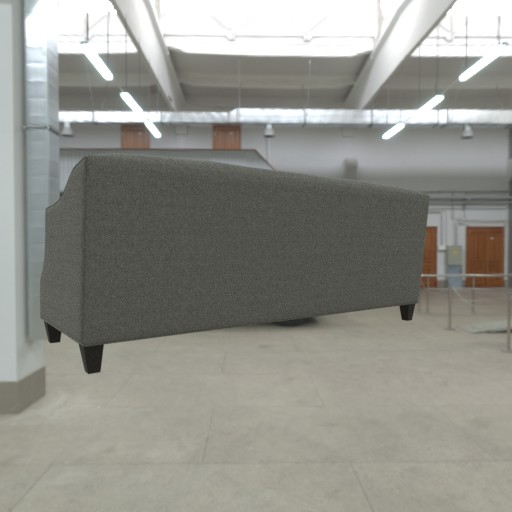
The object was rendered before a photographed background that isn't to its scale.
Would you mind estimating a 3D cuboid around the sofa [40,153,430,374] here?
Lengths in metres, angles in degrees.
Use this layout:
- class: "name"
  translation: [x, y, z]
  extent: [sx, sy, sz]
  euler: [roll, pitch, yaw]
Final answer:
- class: "sofa"
  translation: [0.000, 0.000, 2.673]
  extent: [2.235, 0.901, 0.914]
  euler: [-1, 2, -36]
